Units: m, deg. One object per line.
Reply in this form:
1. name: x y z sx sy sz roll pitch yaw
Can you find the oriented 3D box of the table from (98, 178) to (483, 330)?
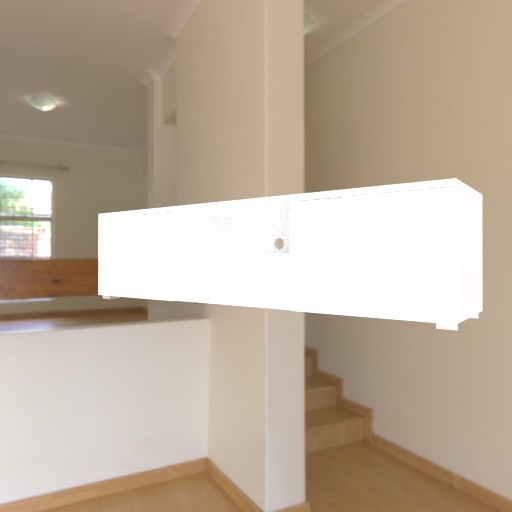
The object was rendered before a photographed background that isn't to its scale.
1. table: 0.000 0.000 1.858 1.650 0.420 0.390 0 0 36
